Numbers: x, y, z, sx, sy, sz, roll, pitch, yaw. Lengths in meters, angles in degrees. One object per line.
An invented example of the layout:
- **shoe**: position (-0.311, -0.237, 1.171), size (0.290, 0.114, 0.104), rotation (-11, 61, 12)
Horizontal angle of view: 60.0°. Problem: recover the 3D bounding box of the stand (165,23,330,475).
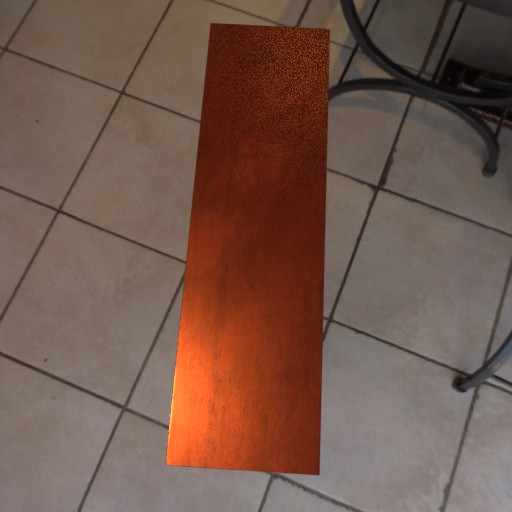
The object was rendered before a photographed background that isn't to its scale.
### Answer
- **stand**: position (0.000, 0.000, 1.728), size (0.410, 0.872, 1.362), rotation (3, 76, 1)
